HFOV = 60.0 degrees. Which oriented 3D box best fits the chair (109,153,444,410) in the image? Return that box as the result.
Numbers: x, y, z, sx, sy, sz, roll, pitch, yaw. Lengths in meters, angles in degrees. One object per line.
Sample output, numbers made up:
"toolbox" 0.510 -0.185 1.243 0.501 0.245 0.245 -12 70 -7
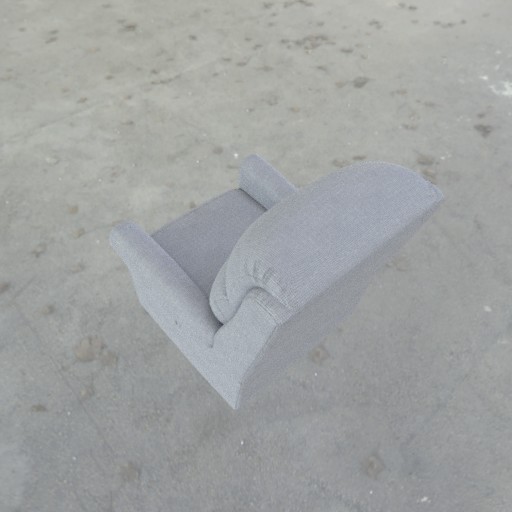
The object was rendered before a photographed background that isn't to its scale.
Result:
"chair" 0.000 0.000 1.822 0.838 1.054 1.014 -34 56 -26
